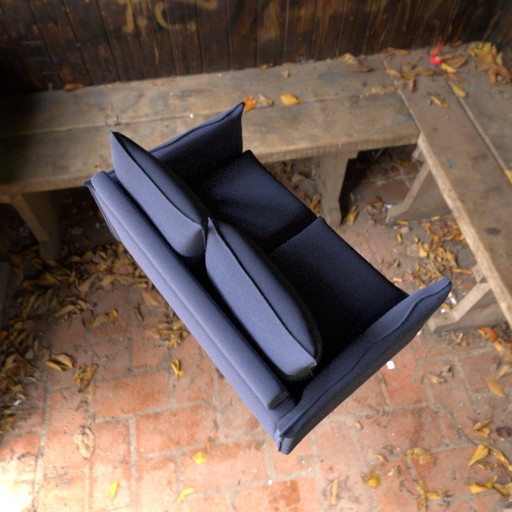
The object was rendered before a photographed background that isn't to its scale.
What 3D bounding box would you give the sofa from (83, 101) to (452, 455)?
[{"bbox_3d":[0.000,0.000,1.849,0.820,0.840,1.300,-34,64,-19],"label":"sofa"}]
